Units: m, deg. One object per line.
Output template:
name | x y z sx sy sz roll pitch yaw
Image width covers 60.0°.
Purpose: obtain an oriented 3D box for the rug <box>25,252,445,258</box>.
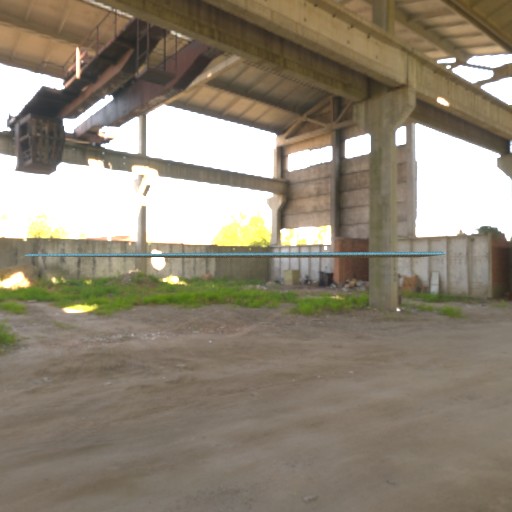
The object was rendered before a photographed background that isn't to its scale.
rug | 0.000 0.000 4.064 2.964 0.018 2.350 0 -1 17
